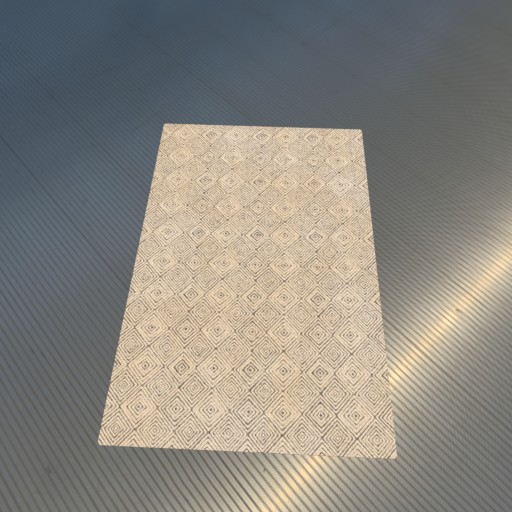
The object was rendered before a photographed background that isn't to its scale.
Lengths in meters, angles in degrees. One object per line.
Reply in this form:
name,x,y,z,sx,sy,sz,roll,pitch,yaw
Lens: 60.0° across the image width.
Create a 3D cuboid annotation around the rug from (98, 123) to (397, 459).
rug,0.000,0.000,2.187,1.175,0.008,1.783,2,60,1
